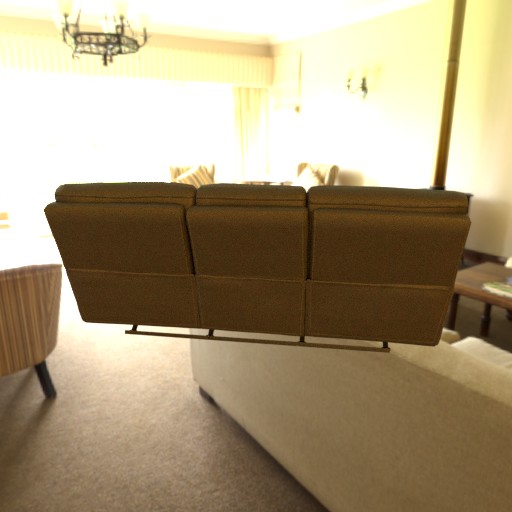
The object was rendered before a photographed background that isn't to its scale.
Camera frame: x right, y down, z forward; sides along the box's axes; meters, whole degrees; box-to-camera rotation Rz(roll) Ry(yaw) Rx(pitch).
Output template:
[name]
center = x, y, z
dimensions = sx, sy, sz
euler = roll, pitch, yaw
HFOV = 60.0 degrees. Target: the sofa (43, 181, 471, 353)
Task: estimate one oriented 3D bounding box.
[sofa]
center = 0.000, 0.000, 3.184
dimensions = 2.627, 1.134, 1.104
euler = 2, 16, 8
